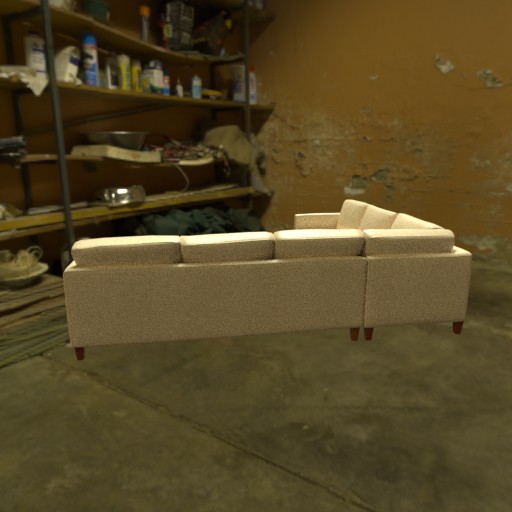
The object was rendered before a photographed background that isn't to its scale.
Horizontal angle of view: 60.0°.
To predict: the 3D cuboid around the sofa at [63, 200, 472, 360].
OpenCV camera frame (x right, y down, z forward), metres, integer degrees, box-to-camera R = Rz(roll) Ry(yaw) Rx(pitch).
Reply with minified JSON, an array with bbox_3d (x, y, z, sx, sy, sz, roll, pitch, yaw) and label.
[{"bbox_3d":[0.000,0.000,4.713,3.302,0.947,2.593,-2,14,-9],"label":"sofa"}]
